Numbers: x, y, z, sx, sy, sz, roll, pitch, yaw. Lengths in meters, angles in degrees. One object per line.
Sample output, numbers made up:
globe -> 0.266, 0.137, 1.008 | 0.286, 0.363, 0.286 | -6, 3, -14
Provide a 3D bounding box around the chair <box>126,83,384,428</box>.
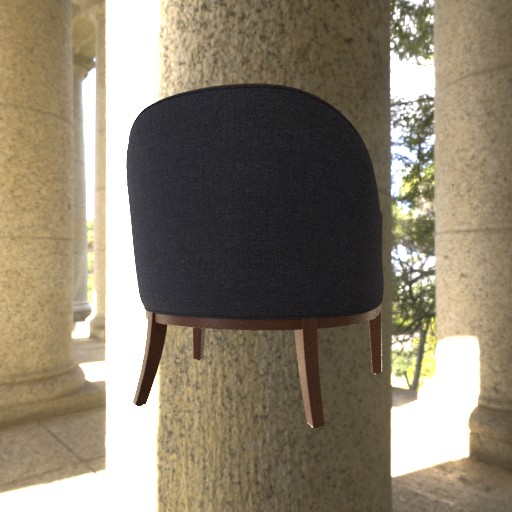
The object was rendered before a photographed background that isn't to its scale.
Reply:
chair -> 0.000, 0.000, 1.483 | 0.803, 0.876, 0.735 | 0, -1, 19
